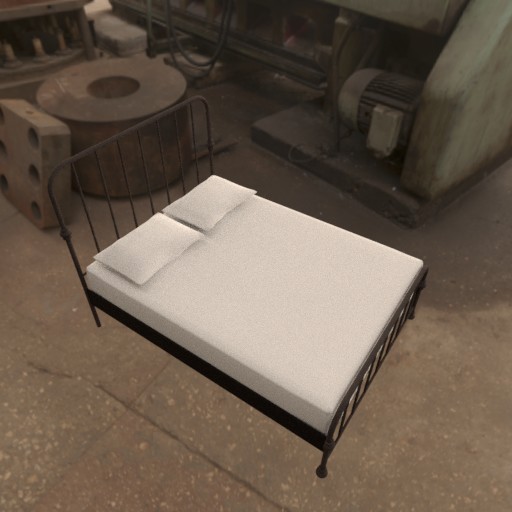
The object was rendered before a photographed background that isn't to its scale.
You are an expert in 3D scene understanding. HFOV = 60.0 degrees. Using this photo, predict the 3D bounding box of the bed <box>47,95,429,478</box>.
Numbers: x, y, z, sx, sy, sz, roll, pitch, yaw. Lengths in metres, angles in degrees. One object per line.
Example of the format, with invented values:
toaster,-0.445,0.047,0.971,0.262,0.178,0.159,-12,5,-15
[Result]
bed,0.000,0.000,3.186,2.134,1.446,1.616,25,47,25
